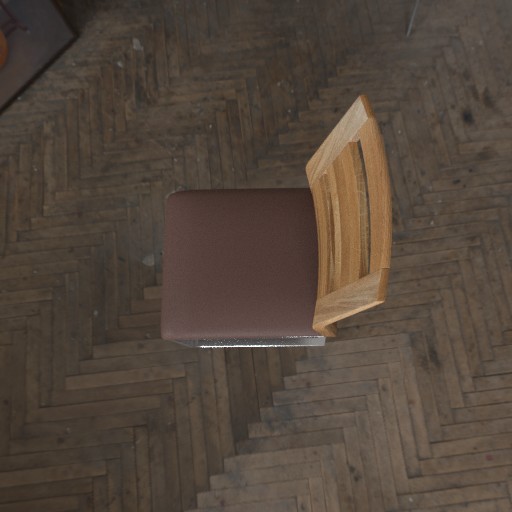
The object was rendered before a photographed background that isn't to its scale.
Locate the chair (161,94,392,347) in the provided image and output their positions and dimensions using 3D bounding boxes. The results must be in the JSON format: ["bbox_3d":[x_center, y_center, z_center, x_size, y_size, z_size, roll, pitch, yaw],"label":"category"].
[{"bbox_3d":[0.000,0.000,1.280,0.570,0.970,0.460,-1,75,0],"label":"chair"}]
